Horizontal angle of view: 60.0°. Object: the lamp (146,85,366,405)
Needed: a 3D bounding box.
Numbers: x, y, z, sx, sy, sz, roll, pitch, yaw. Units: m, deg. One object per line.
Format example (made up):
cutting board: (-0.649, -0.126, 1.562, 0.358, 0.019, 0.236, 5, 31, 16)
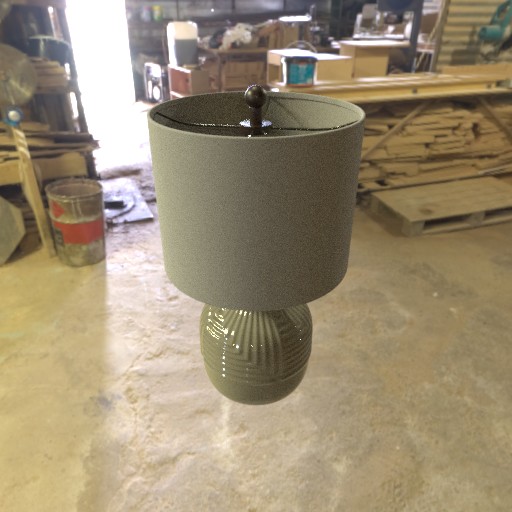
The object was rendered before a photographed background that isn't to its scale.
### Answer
lamp: (0.000, 0.000, 0.779, 0.318, 0.567, 0.318, 0, 30, 0)
